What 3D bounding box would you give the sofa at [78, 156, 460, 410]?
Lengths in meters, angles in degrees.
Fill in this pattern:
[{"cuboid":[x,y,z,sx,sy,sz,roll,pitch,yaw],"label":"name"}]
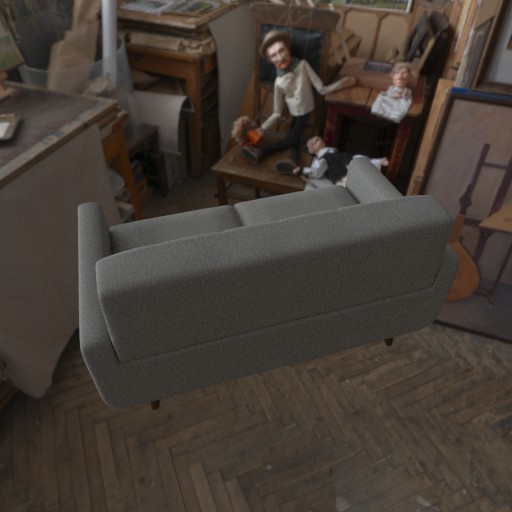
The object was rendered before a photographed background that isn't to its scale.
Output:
[{"cuboid":[0.000,0.000,2.244,1.651,0.925,0.952,-12,45,-12],"label":"sofa"}]
